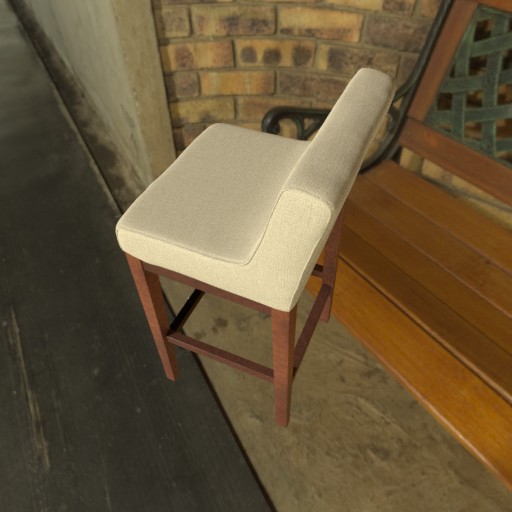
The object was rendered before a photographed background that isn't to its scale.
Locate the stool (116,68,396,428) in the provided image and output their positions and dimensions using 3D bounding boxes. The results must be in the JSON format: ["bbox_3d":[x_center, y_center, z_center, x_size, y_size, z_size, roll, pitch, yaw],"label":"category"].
[{"bbox_3d":[0.000,0.000,1.240,0.500,0.937,0.511,17,49,16],"label":"stool"}]
